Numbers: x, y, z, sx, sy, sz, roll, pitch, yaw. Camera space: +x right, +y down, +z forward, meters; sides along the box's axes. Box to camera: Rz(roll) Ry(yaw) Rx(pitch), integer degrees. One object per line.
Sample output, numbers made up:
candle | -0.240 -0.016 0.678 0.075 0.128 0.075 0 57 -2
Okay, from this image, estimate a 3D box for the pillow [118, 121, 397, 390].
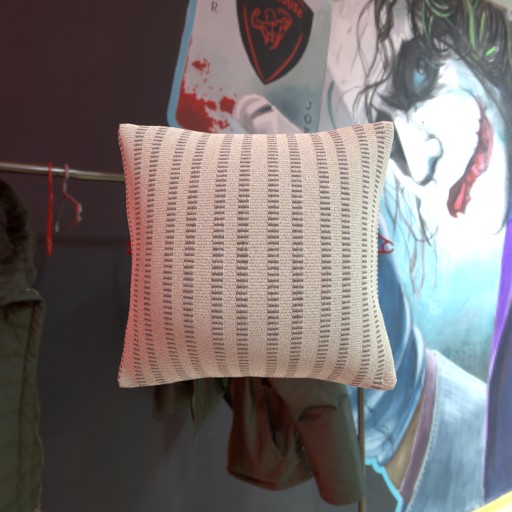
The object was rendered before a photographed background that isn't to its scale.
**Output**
pillow | 0.000 0.000 0.696 0.438 0.419 0.247 0 0 1
